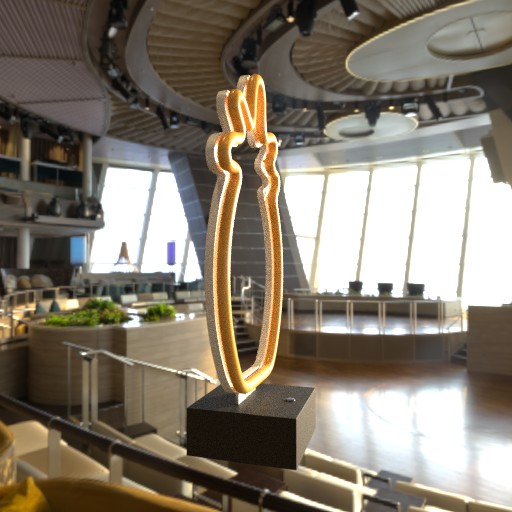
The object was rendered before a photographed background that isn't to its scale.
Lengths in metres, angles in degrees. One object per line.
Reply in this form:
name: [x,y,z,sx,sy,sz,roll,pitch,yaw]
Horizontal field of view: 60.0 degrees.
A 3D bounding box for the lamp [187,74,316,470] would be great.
lamp: [0.000,0.000,0.383,0.088,0.317,0.167,0,-1,17]
